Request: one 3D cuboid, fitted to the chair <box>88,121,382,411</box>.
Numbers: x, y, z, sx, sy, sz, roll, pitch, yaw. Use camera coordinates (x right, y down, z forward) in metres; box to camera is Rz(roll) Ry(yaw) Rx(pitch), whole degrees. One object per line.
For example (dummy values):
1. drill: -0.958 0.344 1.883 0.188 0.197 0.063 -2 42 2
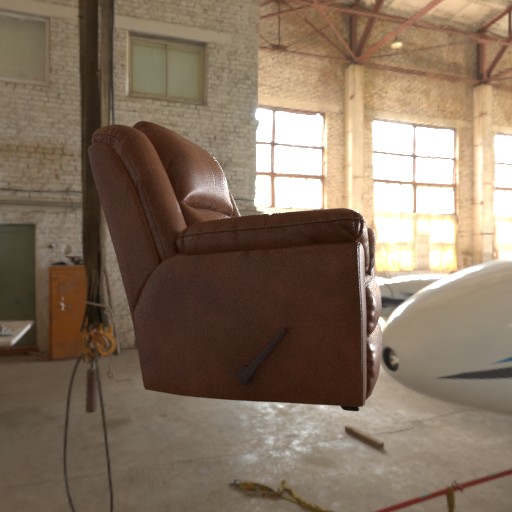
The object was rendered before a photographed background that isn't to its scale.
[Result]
1. chair: 0.000 0.000 1.898 1.041 1.093 0.990 0 0 17
